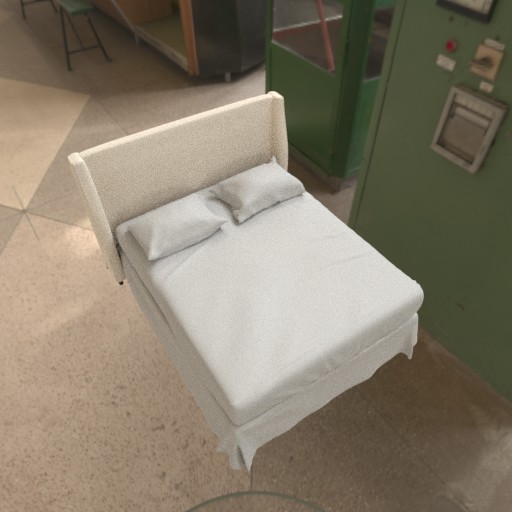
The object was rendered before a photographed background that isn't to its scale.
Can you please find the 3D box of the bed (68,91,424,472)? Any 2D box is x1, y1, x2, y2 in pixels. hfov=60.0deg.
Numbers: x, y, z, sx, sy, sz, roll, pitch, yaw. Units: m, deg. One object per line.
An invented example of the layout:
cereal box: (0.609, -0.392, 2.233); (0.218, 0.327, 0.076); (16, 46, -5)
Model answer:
bed: (0.000, 0.000, 3.477); (1.925, 1.332, 2.276); (-25, 51, -22)
